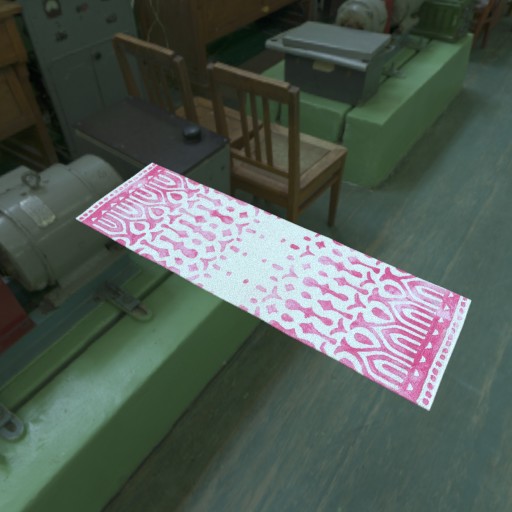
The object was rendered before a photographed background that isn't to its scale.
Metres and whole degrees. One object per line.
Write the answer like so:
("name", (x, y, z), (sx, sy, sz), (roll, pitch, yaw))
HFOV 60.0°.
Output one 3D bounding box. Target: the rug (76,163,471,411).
("rug", (0.000, 0.000, 2.759), (2.458, 0.011, 0.787), (26, 51, 23))
